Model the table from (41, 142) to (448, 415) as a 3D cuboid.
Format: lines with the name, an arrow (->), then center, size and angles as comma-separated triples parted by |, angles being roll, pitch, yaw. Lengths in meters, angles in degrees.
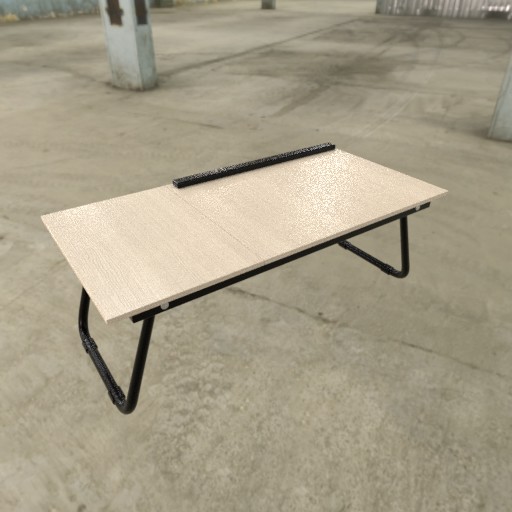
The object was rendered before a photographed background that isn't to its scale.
table -> 0.000, 0.000, 0.831 | 0.644, 0.242, 0.322 | -20, 37, -29
